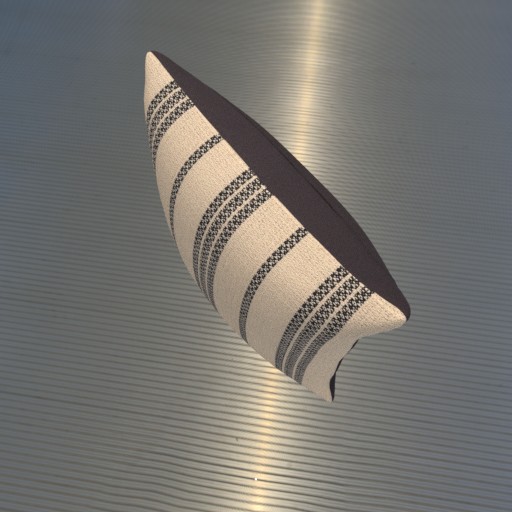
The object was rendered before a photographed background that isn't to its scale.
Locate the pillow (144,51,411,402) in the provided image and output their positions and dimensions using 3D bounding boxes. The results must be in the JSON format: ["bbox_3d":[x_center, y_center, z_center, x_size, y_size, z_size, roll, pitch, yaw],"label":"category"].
[{"bbox_3d":[0.000,0.000,0.608,0.173,0.406,0.405,-34,68,-16],"label":"pillow"}]
